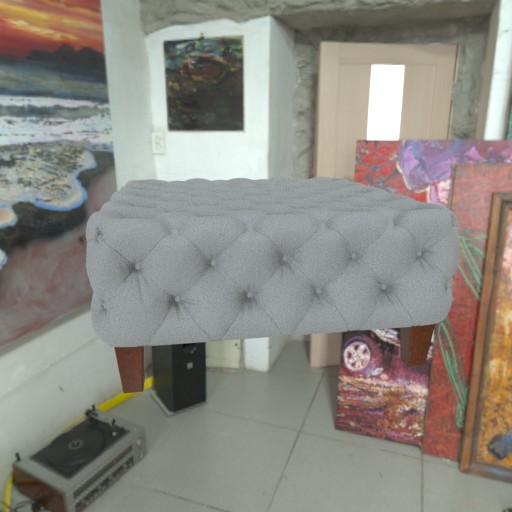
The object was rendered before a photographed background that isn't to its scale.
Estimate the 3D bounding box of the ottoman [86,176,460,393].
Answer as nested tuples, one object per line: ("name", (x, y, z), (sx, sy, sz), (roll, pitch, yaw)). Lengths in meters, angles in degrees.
("ottoman", (0.000, 0.000, 1.450), (0.917, 0.439, 0.911), (-3, 16, -9))
